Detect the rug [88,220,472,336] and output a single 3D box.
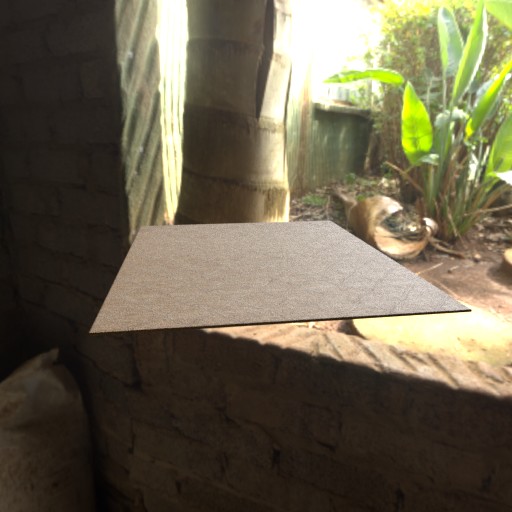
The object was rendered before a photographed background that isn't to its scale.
[{"bbox_3d":[0.000,0.000,4.185,2.420,0.019,3.039,-2,16,-8],"label":"rug"}]
